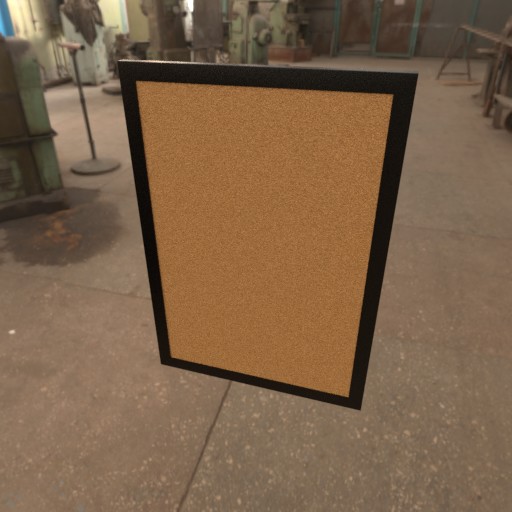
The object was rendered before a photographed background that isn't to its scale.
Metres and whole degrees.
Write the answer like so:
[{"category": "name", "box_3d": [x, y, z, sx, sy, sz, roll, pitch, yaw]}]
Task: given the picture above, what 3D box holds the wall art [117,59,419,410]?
[{"category": "wall art", "box_3d": [0.000, 0.000, 0.825, 0.462, 0.656, 0.019, 9, 31, 15]}]
